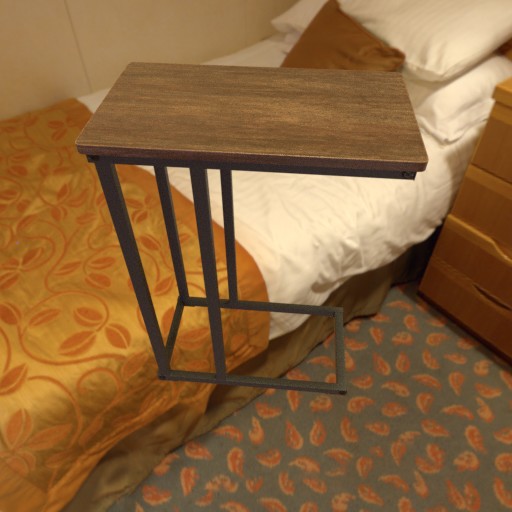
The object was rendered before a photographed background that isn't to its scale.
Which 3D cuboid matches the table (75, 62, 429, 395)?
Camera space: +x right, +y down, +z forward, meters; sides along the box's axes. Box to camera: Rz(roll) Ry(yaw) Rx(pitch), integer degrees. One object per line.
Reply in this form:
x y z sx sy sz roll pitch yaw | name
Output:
0.000 0.000 0.873 0.450 0.637 0.254 4 46 4 | table
